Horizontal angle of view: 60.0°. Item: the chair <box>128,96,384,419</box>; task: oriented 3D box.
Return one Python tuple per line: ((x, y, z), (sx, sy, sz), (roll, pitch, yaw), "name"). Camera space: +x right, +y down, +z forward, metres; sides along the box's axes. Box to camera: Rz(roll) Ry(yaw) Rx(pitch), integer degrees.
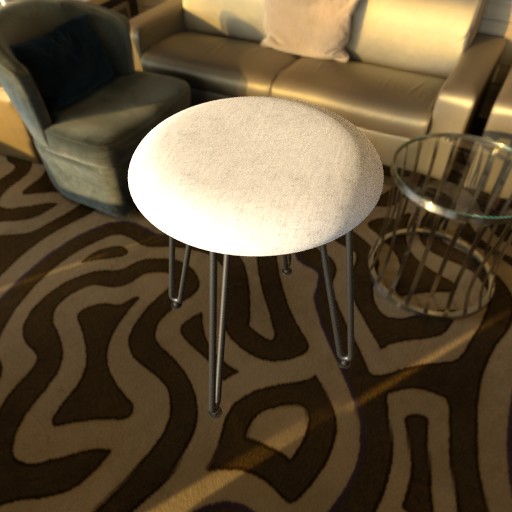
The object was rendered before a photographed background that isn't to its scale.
((0.000, 0.000, 0.659), (0.350, 0.386, 0.350), (17, 47, 16), "chair")
